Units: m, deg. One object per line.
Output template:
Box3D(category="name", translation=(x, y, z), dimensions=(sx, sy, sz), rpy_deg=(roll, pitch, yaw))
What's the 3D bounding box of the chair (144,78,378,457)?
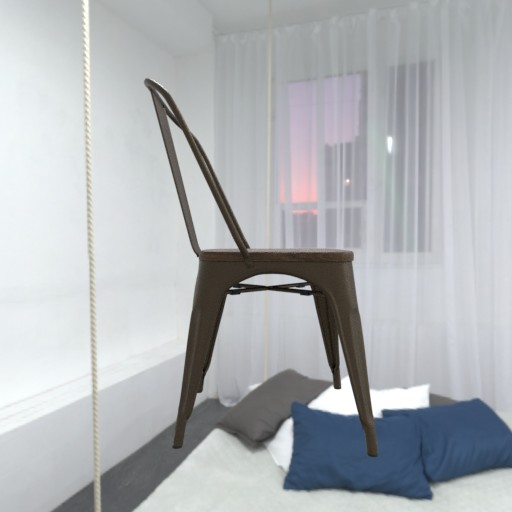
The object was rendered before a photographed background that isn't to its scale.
Box3D(category="chair", translation=(0.000, 0.000, 1.158), dimensions=(0.532, 0.844, 0.451), rpy_deg=(0, 2, 0))
